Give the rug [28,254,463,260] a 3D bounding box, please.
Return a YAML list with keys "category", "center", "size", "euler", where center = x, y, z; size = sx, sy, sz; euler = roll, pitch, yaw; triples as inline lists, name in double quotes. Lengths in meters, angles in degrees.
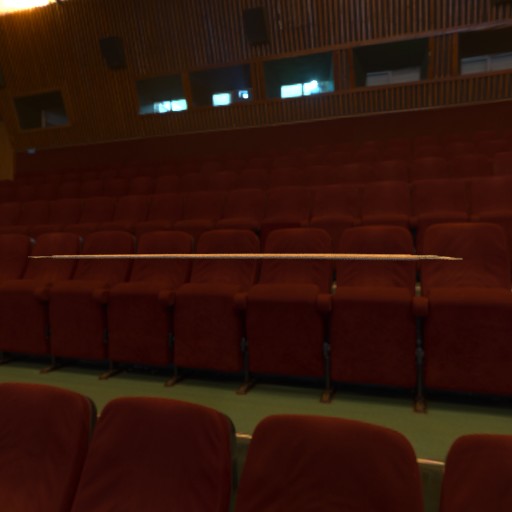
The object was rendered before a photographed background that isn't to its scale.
- category: "rug"
  center: [0.000, 0.000, 3.113]
  size: [2.465, 0.023, 1.619]
  euler: [0, 1, 18]
